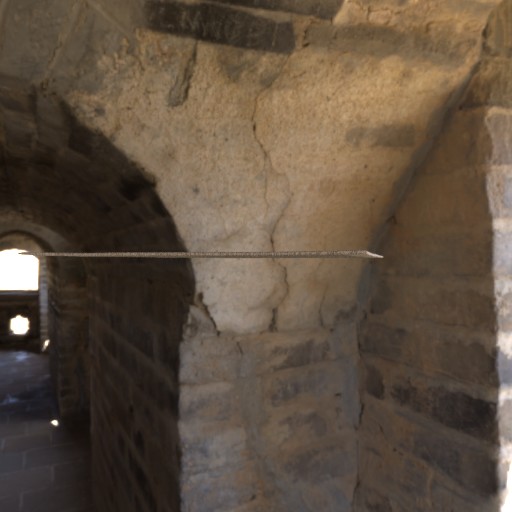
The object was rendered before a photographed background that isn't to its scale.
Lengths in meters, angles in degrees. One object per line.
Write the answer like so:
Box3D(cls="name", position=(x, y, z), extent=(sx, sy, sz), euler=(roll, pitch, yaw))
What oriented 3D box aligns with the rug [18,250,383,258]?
Box3D(cls="rug", position=(0.000, 0.000, 2.267), extent=(1.211, 0.018, 1.822), euler=(0, -1, 17))
